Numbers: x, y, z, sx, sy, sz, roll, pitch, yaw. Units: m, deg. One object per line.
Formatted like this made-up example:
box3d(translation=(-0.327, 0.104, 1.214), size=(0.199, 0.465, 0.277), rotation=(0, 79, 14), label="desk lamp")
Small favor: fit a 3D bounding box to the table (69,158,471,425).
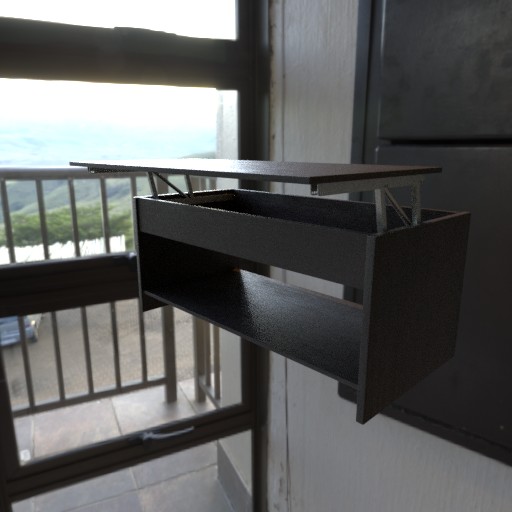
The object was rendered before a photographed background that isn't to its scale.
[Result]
box3d(translation=(0.000, 0.000, 1.387), size=(0.712, 0.570, 1.000), rotation=(-13, 19, -42), label="table")
